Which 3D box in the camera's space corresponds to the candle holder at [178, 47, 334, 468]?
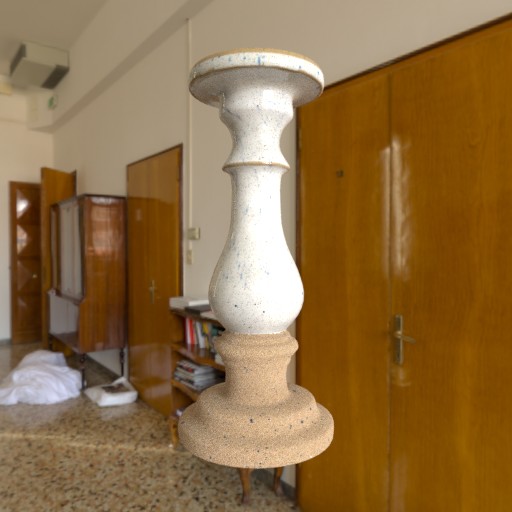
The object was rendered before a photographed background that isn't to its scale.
[{"bbox_3d":[0.000,0.000,0.252,0.088,0.203,0.088,0,1,0],"label":"candle holder"}]
